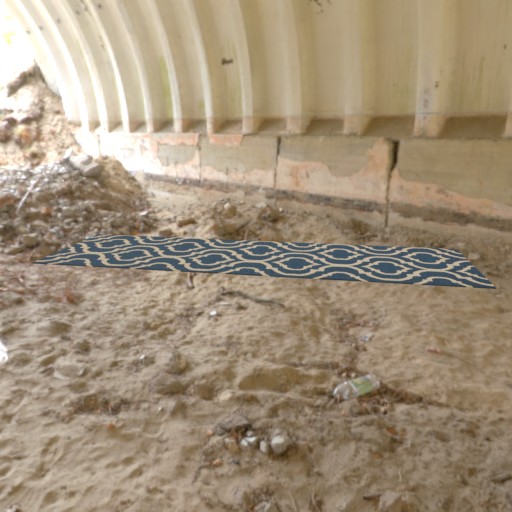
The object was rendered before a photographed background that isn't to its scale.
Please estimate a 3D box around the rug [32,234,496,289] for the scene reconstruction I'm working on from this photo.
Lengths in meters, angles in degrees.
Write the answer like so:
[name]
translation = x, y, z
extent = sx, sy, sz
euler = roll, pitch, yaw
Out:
[rug]
translation = 0.000, 0.000, 2.491
extent = 2.296, 0.006, 0.685
euler = 3, 16, 10
